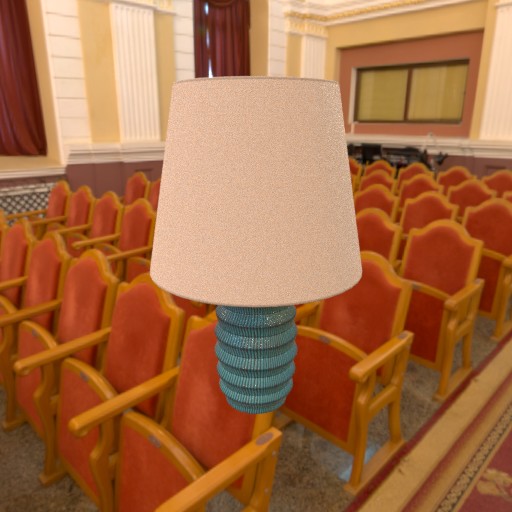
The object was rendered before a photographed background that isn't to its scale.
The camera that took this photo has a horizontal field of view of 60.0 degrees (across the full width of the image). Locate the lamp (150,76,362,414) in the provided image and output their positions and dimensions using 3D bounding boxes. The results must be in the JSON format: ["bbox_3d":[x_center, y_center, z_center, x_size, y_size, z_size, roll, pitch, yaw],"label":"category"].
[{"bbox_3d":[0.000,0.000,0.541,0.254,0.392,0.254,0,17,0],"label":"lamp"}]
